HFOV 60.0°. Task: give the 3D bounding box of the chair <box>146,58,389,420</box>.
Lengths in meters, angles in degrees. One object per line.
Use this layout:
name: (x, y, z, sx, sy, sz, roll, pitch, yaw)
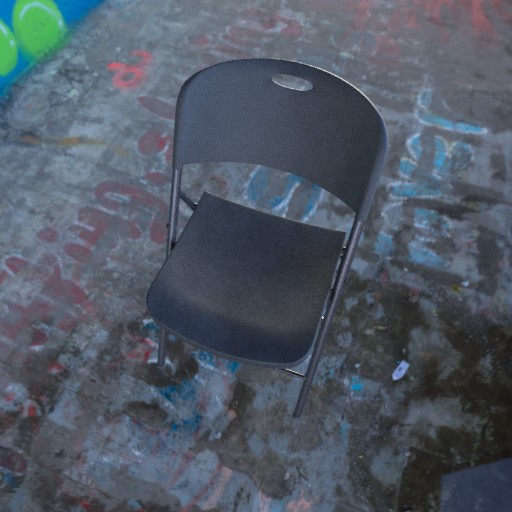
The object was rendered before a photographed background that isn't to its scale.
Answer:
chair: (0.000, 0.000, 1.189, 0.494, 0.810, 0.567, 17, 60, 10)
